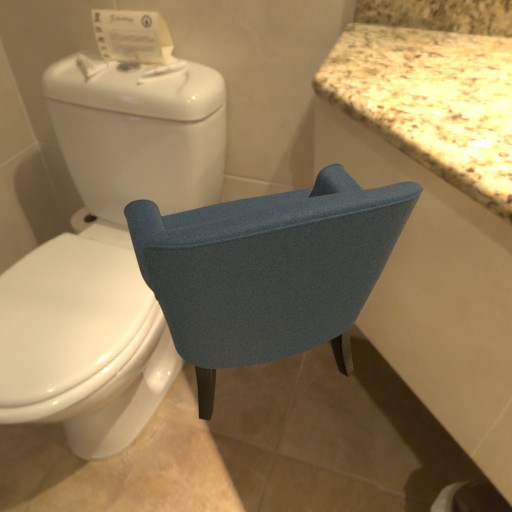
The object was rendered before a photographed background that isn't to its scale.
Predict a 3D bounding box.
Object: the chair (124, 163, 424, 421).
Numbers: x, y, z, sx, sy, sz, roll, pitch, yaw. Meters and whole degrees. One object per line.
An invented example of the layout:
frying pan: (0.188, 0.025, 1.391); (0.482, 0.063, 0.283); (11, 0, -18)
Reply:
chair: (0.000, 0.000, 1.483); (0.770, 0.878, 0.754); (-13, 44, -14)
